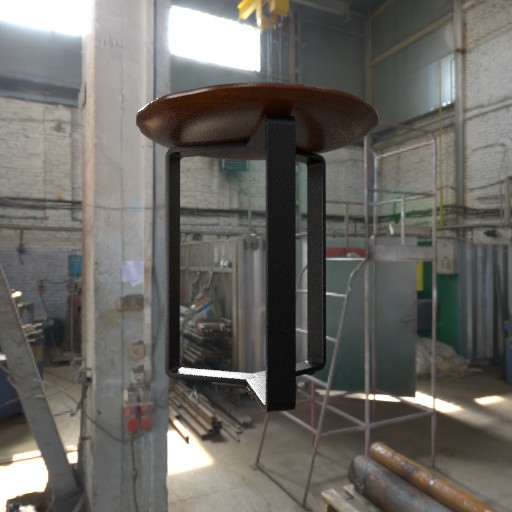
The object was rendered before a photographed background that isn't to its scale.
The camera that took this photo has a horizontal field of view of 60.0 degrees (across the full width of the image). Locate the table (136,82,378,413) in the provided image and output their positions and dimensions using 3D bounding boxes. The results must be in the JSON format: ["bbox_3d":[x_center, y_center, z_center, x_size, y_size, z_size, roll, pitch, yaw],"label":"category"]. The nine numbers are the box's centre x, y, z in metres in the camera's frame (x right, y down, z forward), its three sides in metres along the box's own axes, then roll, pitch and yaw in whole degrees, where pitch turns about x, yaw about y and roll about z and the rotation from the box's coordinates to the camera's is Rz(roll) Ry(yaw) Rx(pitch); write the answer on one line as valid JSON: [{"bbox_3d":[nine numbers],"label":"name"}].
[{"bbox_3d":[0.000,0.000,0.768,0.410,0.450,0.380,0,-1,18],"label":"table"}]
